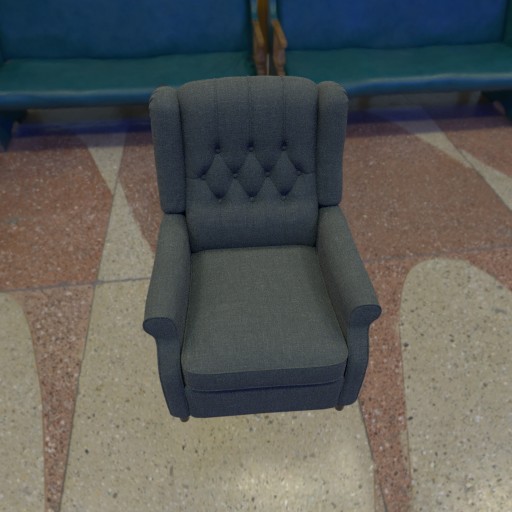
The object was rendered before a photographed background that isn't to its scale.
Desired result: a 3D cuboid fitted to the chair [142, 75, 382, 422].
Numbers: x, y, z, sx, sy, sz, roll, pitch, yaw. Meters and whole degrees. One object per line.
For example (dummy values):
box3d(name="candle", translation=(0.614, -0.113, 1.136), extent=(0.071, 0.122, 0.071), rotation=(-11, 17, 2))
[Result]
box3d(name="chair", translation=(0.000, 0.000, 1.624), extent=(0.742, 1.035, 0.898), rotation=(-3, 45, -3))
